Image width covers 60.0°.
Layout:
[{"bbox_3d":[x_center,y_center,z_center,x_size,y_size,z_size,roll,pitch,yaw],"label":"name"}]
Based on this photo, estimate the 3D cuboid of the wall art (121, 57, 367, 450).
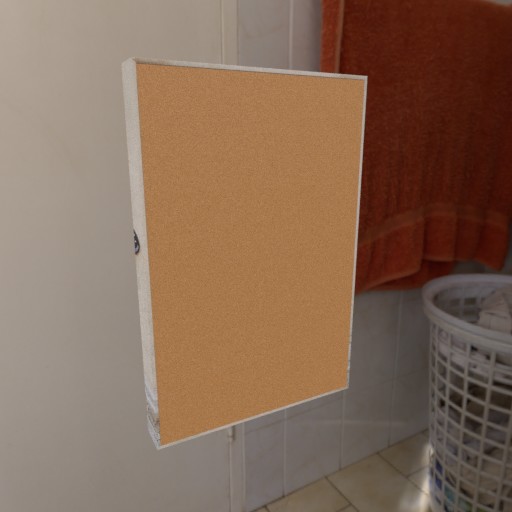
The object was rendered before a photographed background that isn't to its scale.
[{"bbox_3d":[0.000,0.000,0.489,0.254,0.381,0.038,-8,17,-27],"label":"wall art"}]
